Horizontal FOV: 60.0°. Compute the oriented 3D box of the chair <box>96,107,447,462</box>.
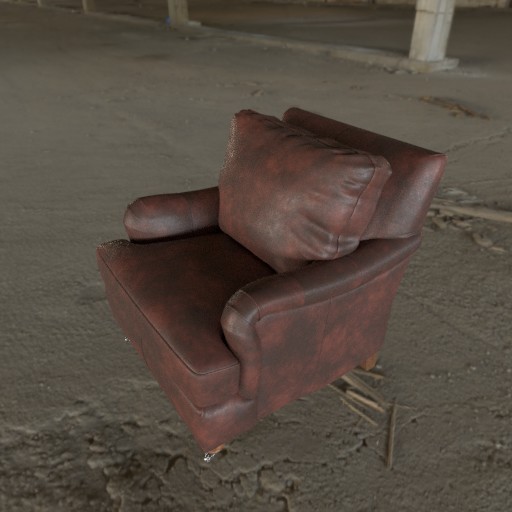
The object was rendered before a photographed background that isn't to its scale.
[{"bbox_3d":[0.000,0.000,1.919,1.156,1.051,0.987,-20,37,-29],"label":"chair"}]
